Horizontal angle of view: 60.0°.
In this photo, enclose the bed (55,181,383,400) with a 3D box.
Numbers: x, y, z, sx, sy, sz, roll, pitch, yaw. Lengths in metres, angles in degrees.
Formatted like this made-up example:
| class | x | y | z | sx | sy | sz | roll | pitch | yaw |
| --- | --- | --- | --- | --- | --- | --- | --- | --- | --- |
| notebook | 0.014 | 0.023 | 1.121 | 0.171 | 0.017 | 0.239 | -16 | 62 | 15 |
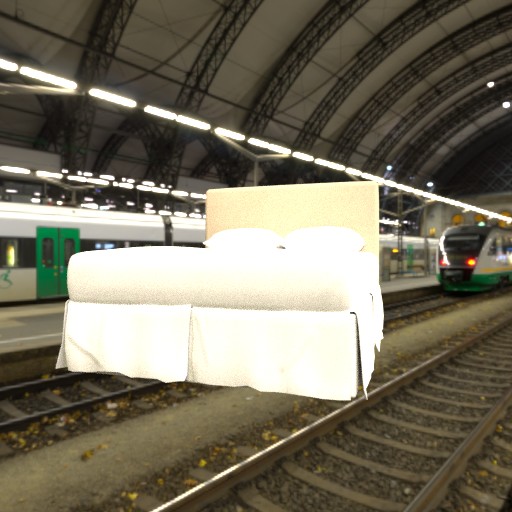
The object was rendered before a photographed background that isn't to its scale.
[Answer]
| class | x | y | z | sx | sy | sz | roll | pitch | yaw |
| --- | --- | --- | --- | --- | --- | --- | --- | --- | --- |
| bed | 0.000 | 0.000 | 3.198 | 1.723 | 1.330 | 2.142 | 0 | 0 | 18 |
